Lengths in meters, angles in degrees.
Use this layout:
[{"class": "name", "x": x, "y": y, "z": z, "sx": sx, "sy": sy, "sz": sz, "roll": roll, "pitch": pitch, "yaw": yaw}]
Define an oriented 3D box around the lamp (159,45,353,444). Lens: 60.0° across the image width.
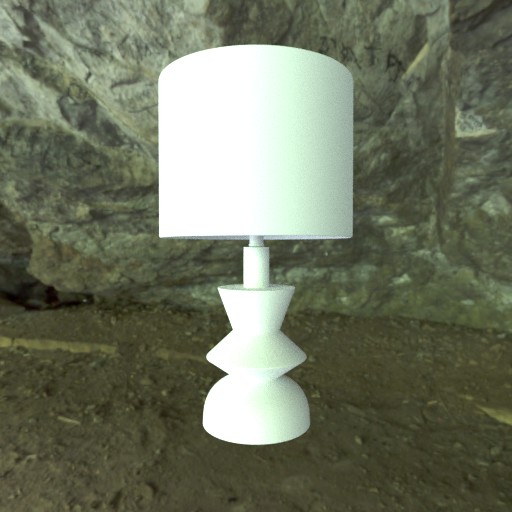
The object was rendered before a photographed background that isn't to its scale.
[{"class": "lamp", "x": 0.000, "y": 0.000, "z": 0.707, "sx": 0.301, "sy": 0.533, "sz": 0.301, "roll": 0, "pitch": 1, "yaw": 17}]
